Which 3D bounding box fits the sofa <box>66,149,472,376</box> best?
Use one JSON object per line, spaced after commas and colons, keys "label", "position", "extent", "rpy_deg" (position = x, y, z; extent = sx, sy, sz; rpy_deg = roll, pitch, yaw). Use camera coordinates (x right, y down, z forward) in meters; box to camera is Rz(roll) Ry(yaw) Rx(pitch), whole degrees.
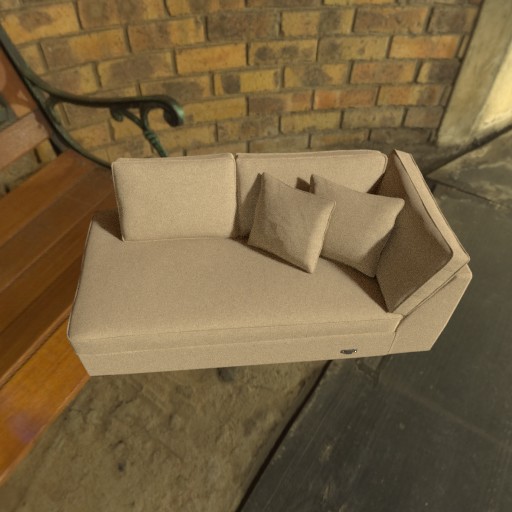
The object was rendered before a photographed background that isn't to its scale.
{"label": "sofa", "position": [0.000, 0.000, 2.844], "extent": [2.237, 1.033, 1.110], "rpy_deg": [-3, 47, -3]}
